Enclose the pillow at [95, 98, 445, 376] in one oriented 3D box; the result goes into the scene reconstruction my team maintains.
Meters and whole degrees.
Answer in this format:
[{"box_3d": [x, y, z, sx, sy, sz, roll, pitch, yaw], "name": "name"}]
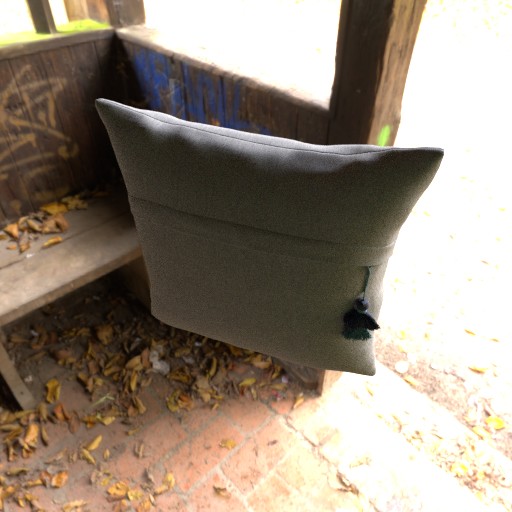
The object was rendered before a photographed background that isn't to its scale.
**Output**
[{"box_3d": [0.000, 0.000, 0.671, 0.433, 0.436, 0.173, 12, 43, 14], "name": "pillow"}]
